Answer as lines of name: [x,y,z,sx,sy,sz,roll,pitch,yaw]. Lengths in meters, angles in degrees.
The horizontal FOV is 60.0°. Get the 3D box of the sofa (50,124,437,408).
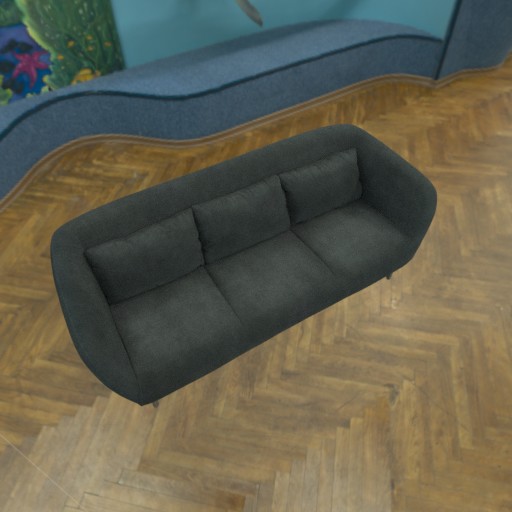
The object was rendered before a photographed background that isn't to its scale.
sofa: [0.000,0.000,2.813,2.296,0.875,0.956,-25,52,-21]
